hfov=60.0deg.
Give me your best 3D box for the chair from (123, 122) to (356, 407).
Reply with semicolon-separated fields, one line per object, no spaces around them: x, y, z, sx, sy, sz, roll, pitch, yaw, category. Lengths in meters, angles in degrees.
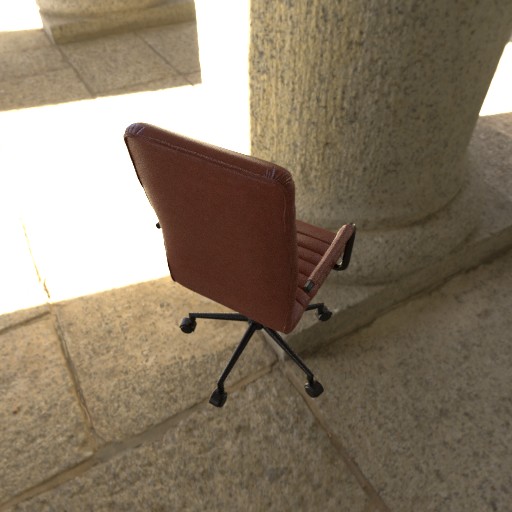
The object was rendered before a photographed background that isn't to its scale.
0.000;0.000;1.350;0.608;0.979;0.580;23;49;21;chair
